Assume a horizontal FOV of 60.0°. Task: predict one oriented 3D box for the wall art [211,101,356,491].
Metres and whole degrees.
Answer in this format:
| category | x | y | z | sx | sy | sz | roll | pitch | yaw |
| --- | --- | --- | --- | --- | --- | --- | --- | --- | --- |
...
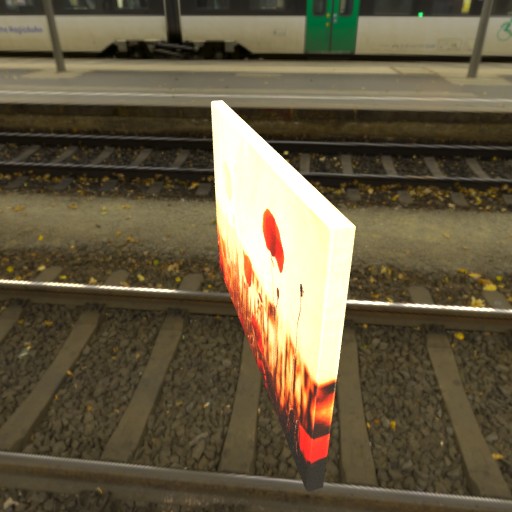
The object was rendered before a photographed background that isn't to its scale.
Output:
| category | x | y | z | sx | sy | sz | roll | pitch | yaw |
| --- | --- | --- | --- | --- | --- | --- | --- | --- | --- |
| wall art | 0.000 | 0.000 | 1.145 | 0.038 | 0.602 | 0.918 | -8 | 31 | -13 |
